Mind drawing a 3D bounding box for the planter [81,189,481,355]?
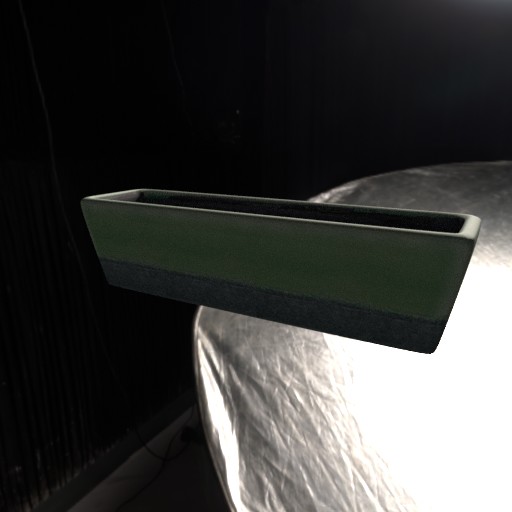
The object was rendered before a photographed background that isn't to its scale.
[{"bbox_3d":[0.000,0.000,0.312,0.275,0.072,0.072,8,18,28],"label":"planter"}]
